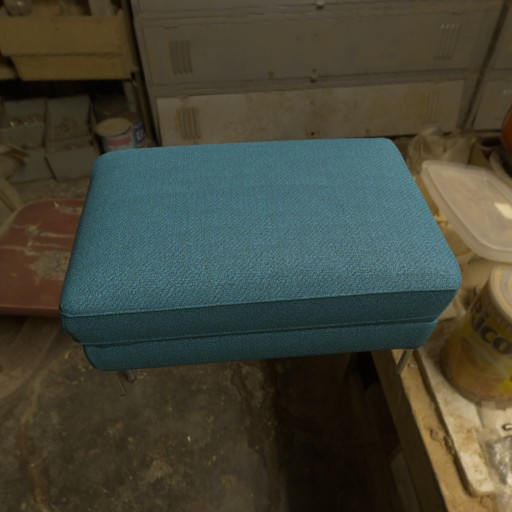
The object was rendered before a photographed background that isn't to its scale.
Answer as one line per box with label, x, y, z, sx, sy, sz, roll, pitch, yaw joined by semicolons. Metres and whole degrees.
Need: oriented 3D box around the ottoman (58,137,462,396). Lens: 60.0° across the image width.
ottoman;0.000;0.000;1.197;0.856;0.498;0.563;-4;48;-3
